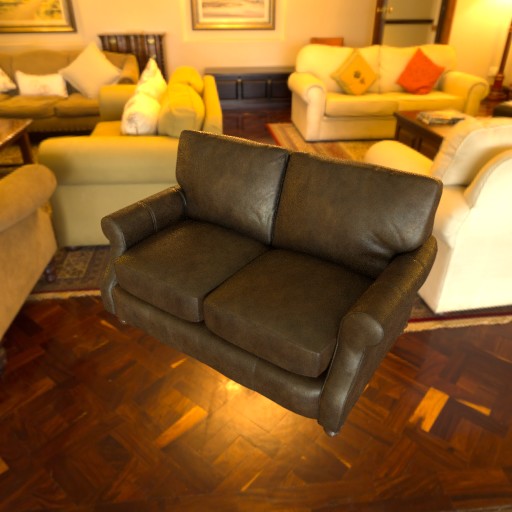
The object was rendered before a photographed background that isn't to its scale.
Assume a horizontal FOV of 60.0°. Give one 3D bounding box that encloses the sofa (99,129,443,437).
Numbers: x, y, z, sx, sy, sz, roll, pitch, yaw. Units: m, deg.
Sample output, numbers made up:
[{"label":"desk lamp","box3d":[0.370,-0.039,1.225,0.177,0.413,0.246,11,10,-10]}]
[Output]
[{"label":"sofa","box3d":[0.000,0.000,2.287,1.616,0.976,0.990,19,35,30]}]
